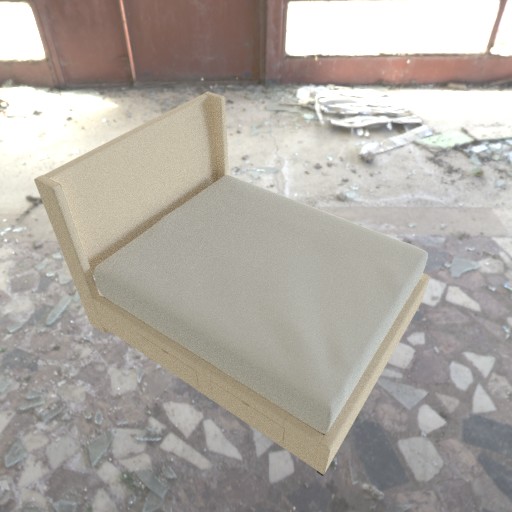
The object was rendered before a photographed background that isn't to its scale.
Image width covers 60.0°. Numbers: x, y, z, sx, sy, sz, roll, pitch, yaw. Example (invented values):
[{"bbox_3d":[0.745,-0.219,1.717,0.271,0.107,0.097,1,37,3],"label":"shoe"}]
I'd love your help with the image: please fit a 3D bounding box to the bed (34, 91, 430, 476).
[{"bbox_3d":[0.000,0.000,3.397,2.280,1.471,1.765,25,48,25],"label":"bed"}]
